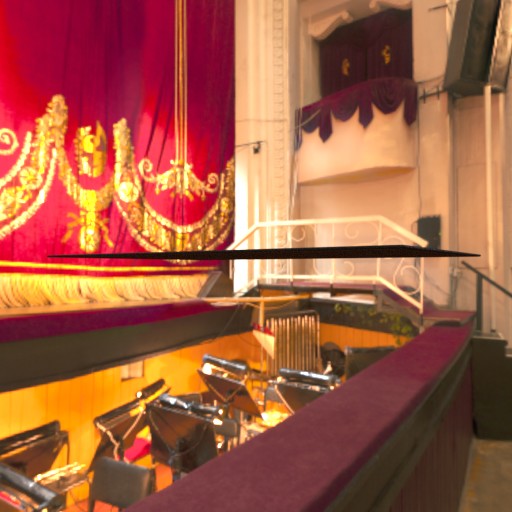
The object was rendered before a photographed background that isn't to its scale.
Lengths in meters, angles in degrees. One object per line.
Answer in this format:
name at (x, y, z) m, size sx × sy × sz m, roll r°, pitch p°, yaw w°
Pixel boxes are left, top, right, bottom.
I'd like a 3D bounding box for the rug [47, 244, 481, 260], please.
rug at (0.000, 0.000, 2.930) m, size 2.441 × 0.015 × 1.526 m, roll -1°, pitch -2°, yaw 36°
